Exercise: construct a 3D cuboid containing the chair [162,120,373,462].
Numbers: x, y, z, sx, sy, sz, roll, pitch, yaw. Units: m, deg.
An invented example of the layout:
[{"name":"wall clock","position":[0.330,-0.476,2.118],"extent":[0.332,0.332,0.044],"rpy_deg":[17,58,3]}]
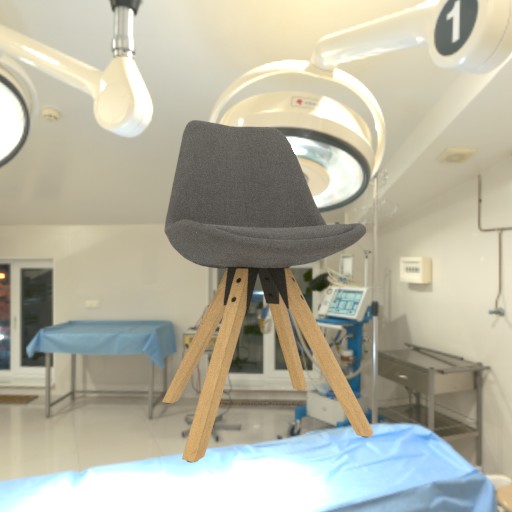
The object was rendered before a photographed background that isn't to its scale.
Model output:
[{"name":"chair","position":[0.000,0.000,1.193],"extent":[0.485,0.850,0.550],"rpy_deg":[0,0,-18]}]
